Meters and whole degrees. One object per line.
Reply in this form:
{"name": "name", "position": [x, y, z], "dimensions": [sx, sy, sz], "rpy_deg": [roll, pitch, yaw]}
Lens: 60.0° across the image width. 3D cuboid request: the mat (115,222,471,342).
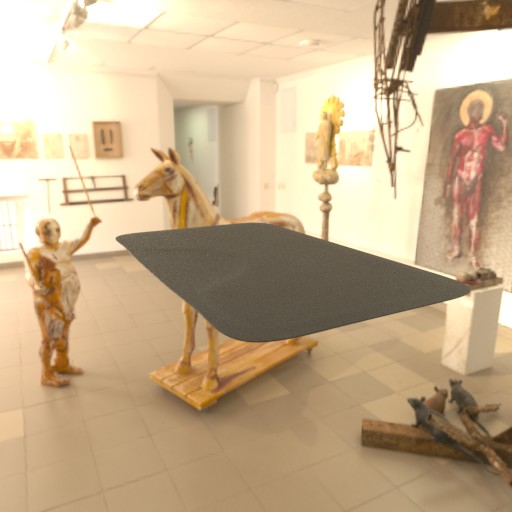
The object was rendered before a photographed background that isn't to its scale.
{"name": "mat", "position": [0.000, 0.000, 1.887], "dimensions": [0.918, 0.013, 1.524], "rpy_deg": [-8, 16, -28]}
